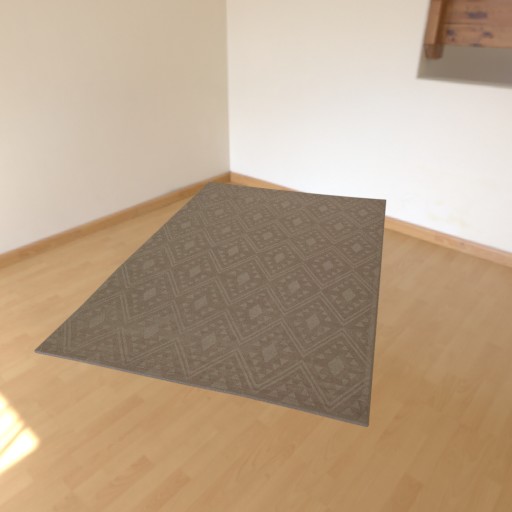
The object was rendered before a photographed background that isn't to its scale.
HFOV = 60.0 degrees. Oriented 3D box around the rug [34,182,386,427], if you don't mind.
[{"bbox_3d":[0.000,0.000,2.291,1.252,0.034,1.829,8,31,14],"label":"rug"}]
